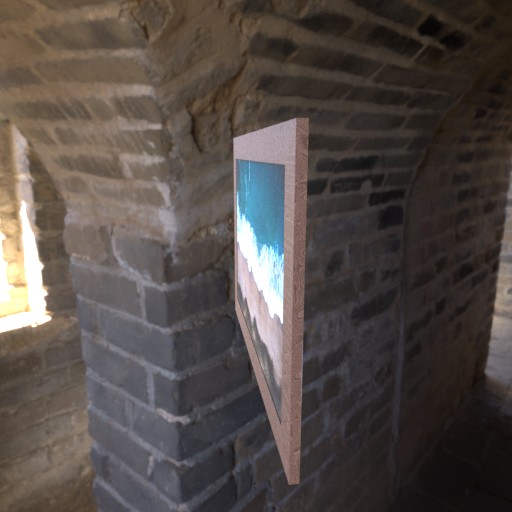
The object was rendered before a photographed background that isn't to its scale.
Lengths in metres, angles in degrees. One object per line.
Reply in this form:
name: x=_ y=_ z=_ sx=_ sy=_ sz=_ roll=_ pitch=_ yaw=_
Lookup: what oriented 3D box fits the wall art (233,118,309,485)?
wall art: x=0.000 y=0.000 z=1.163 sx=0.019 sy=0.626 sz=0.917 roll=-2 pitch=13 yaw=-8
